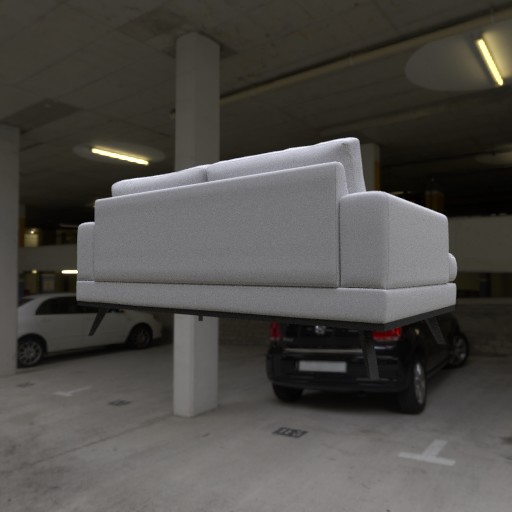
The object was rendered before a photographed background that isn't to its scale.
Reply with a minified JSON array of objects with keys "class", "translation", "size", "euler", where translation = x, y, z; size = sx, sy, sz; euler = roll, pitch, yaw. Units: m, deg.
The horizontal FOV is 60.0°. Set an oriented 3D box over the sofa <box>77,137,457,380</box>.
[{"class":"sofa","translation":[0.000,0.000,2.166],"size":[1.650,0.810,0.920],"euler":[-1,-2,37]}]
